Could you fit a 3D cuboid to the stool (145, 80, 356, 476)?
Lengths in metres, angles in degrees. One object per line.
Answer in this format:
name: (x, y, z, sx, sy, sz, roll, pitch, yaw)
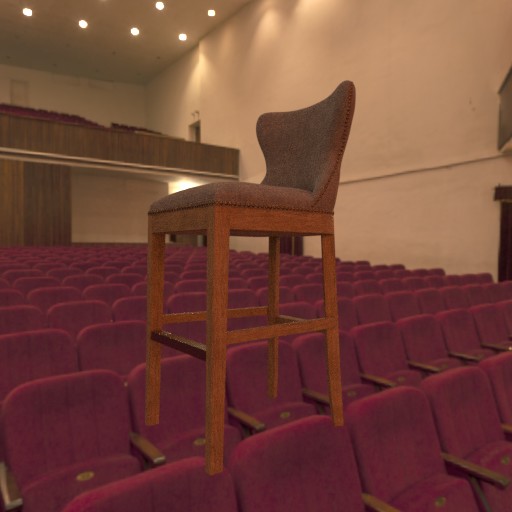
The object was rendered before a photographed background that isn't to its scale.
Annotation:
stool: (0.000, 0.000, 1.477, 0.606, 1.123, 0.494, -1, 1, -37)
